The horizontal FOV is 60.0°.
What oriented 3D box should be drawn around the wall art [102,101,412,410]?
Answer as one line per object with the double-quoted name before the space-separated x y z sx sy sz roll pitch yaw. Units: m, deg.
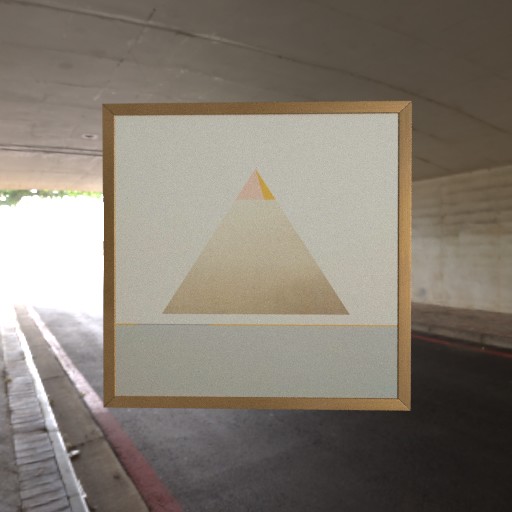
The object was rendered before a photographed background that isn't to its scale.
"wall art" 0.000 0.000 0.457 0.305 0.303 0.038 0 1 2
